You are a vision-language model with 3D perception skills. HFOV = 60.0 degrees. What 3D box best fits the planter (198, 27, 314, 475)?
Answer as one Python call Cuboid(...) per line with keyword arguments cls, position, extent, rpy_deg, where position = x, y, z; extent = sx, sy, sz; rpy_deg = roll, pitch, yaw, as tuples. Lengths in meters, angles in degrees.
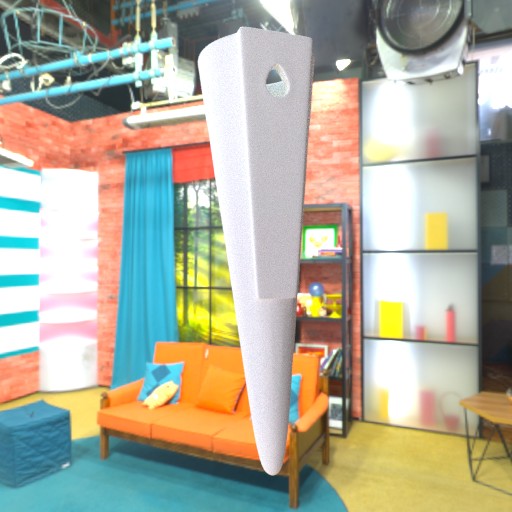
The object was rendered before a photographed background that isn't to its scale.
Cuboid(cls="planter", position=(0.000, 0.000, 0.220), extent=(0.057, 0.193, 0.064), rpy_deg=(0, -1, -17))
